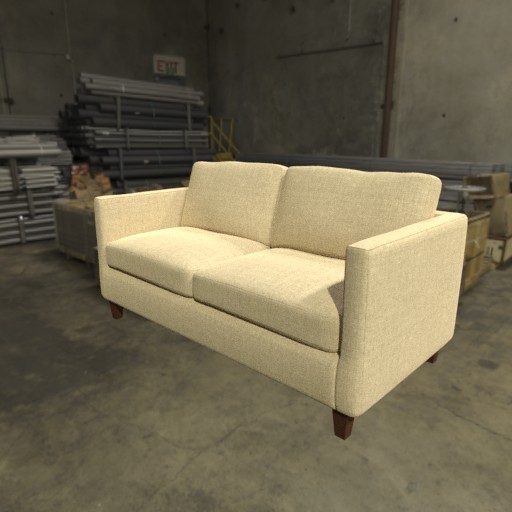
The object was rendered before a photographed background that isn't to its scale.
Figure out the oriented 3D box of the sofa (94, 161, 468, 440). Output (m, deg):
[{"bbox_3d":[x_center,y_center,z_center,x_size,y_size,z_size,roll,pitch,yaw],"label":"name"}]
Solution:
[{"bbox_3d":[0.000,0.000,2.428,1.884,0.963,0.950,14,20,42],"label":"sofa"}]
